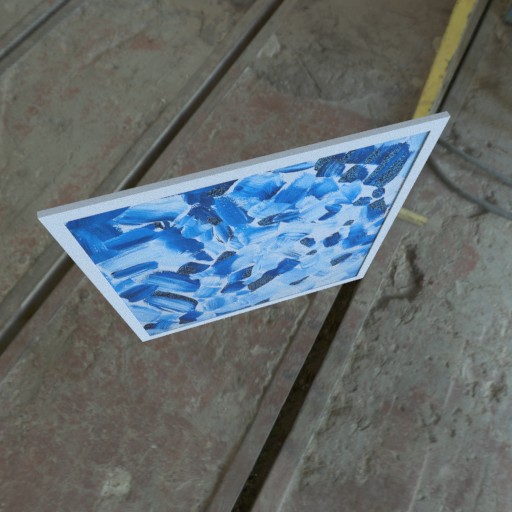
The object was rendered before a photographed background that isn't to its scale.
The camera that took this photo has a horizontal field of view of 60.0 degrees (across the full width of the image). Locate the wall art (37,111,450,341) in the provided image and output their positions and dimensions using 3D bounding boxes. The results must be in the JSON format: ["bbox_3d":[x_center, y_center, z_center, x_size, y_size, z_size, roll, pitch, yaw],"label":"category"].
[{"bbox_3d":[0.000,0.000,1.204,0.812,0.812,0.015,-15,65,-7],"label":"wall art"}]
